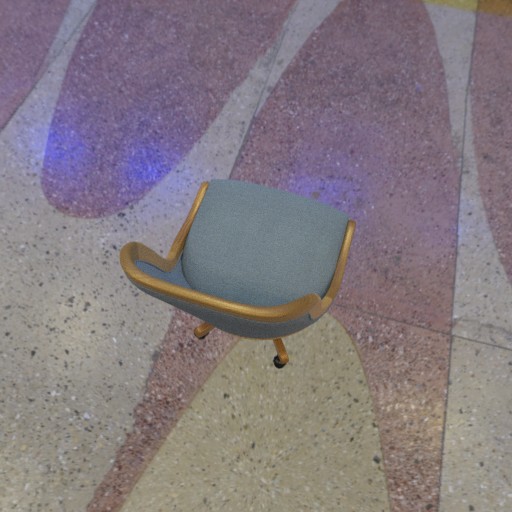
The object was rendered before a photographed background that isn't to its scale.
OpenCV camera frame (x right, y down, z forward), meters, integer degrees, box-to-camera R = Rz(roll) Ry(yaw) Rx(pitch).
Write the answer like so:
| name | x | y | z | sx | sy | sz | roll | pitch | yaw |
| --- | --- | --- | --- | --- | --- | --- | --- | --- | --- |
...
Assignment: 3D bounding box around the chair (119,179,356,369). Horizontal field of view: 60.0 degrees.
| name | x | y | z | sx | sy | sz | roll | pitch | yaw |
| --- | --- | --- | --- | --- | --- | --- | --- | --- | --- |
| chair | 0.000 | 0.000 | 1.418 | 0.605 | 1.031 | 0.735 | 16 | 64 | 8 |
